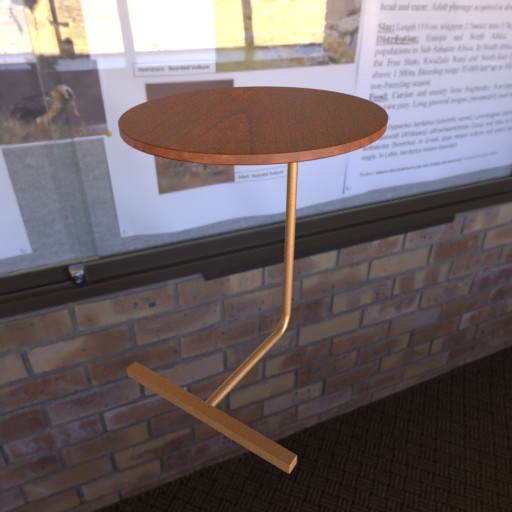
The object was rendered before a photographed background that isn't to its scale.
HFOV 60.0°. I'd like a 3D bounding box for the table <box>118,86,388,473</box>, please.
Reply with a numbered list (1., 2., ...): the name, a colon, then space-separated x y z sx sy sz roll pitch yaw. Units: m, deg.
1. table: 0.000 0.000 1.109 0.530 0.706 0.577 19 36 29
